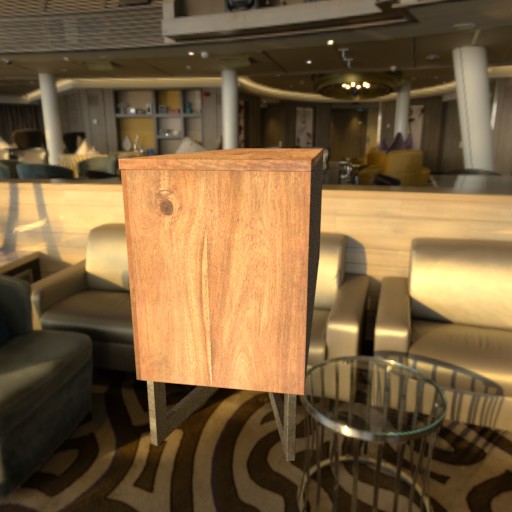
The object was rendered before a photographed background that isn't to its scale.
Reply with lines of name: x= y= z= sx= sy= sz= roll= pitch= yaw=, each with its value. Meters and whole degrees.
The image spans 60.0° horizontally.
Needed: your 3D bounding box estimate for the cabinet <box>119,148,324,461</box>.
cabinet: x=0.000 y=0.000 z=1.774 sx=0.480 sy=0.812 sz=1.373 roll=2 pitch=15 yaw=9
